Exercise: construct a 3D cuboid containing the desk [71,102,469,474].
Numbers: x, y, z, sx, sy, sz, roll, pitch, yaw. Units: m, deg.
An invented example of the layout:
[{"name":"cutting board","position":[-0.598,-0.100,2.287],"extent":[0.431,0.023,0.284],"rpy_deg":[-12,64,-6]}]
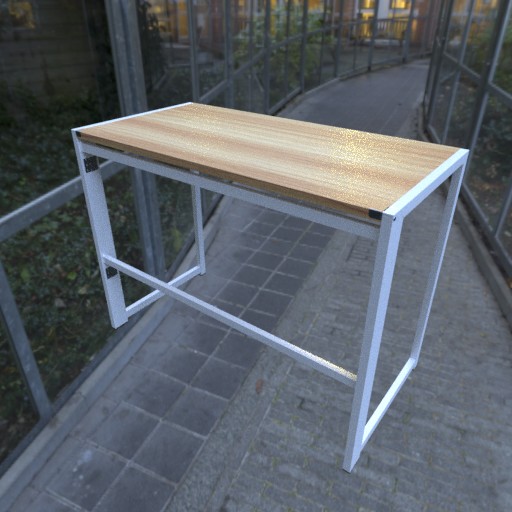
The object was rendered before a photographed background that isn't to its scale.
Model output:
[{"name":"desk","position":[0.000,0.000,1.435],"extent":[1.016,0.762,0.508],"rpy_deg":[21,36,31]}]
